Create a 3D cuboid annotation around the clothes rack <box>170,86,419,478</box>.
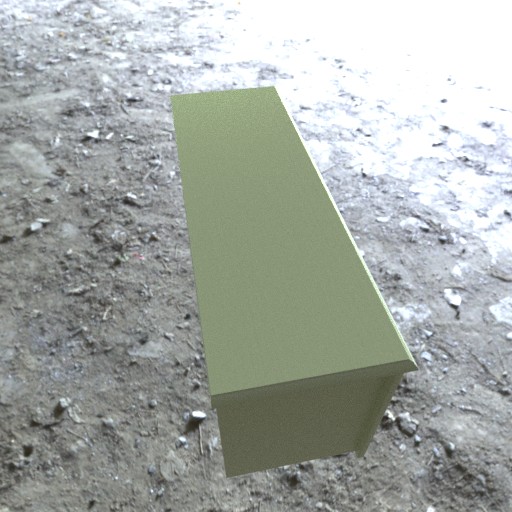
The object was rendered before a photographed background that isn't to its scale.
[{"bbox_3d":[0.000,0.000,1.438,0.405,0.558,1.218,-8,47,-8],"label":"clothes rack"}]
